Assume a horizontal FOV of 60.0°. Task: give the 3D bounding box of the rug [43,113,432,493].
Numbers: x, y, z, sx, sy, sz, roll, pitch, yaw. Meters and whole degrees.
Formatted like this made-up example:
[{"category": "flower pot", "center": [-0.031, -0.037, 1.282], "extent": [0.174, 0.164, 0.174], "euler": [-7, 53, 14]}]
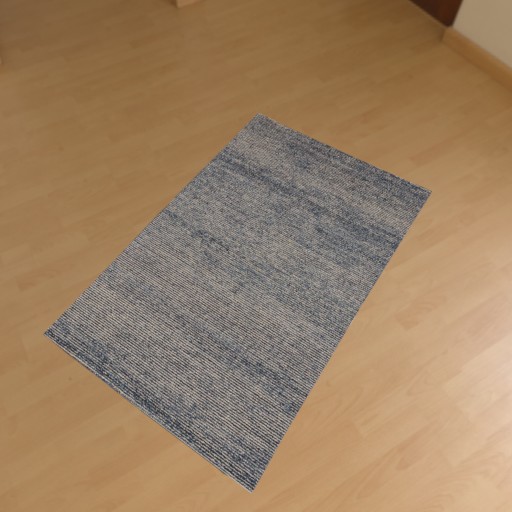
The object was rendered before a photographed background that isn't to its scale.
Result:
[{"category": "rug", "center": [0.000, 0.000, 2.245], "extent": [1.159, 0.025, 1.793], "euler": [30, 63, 17]}]
